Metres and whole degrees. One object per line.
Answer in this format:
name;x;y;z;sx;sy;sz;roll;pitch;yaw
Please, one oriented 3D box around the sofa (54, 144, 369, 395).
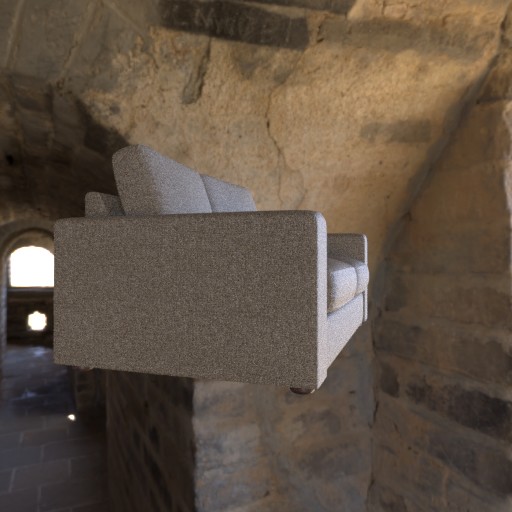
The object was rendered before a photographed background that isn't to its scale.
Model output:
sofa;0.000;0.000;2.207;1.016;0.873;1.616;0;0;19
